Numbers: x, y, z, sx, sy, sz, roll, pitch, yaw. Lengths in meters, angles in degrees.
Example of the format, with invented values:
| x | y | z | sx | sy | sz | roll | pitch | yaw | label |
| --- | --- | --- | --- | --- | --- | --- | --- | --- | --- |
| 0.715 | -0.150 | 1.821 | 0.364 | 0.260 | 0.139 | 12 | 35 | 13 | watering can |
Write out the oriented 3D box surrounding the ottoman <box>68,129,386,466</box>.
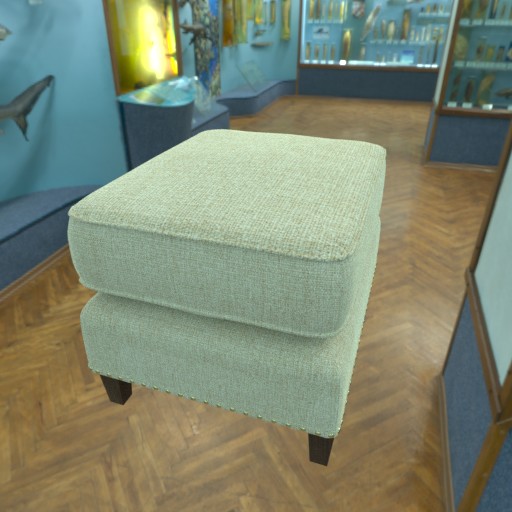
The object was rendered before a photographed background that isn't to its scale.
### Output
| x | y | z | sx | sy | sz | roll | pitch | yaw | label |
| --- | --- | --- | --- | --- | --- | --- | --- | --- | --- |
| 0.000 | 0.000 | 1.153 | 0.589 | 0.537 | 0.738 | 10 | 31 | 17 | ottoman |
